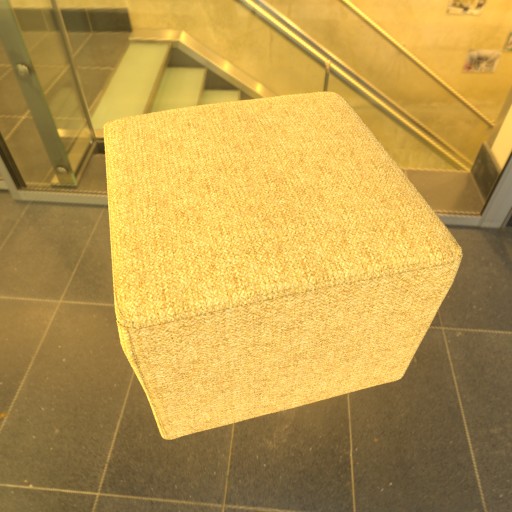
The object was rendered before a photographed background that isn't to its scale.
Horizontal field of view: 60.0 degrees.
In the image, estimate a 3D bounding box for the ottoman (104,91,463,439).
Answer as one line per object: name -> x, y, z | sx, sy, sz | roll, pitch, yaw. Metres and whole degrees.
ottoman -> 0.000, 0.000, 0.894 | 0.505, 0.441, 0.512 | -11, 49, -10
